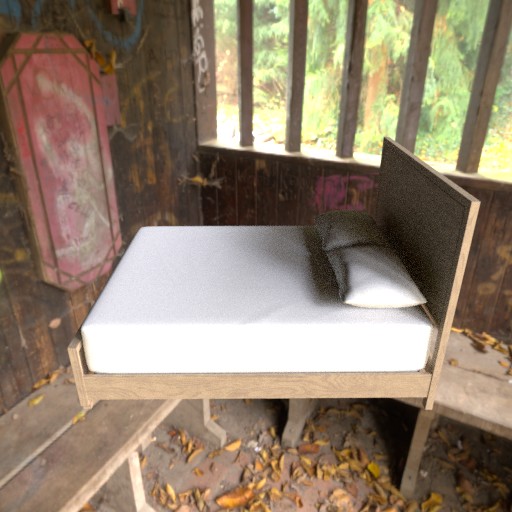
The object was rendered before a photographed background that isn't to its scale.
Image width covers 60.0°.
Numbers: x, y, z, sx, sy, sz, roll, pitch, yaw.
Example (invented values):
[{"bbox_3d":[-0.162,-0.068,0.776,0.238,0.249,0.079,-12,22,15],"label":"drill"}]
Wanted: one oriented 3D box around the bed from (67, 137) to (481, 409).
[{"bbox_3d":[0.000,0.000,3.188,2.189,1.369,1.606,0,26,-1],"label":"bed"}]
